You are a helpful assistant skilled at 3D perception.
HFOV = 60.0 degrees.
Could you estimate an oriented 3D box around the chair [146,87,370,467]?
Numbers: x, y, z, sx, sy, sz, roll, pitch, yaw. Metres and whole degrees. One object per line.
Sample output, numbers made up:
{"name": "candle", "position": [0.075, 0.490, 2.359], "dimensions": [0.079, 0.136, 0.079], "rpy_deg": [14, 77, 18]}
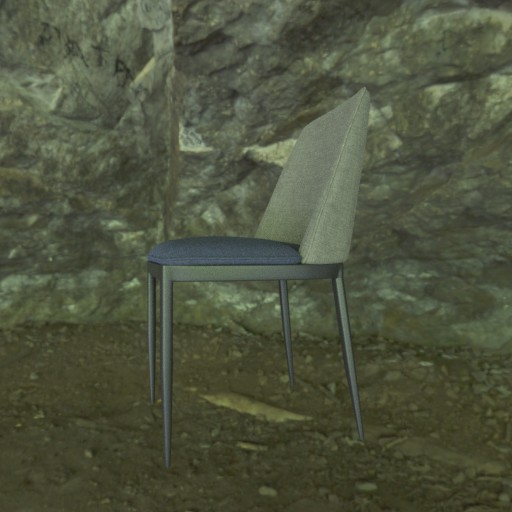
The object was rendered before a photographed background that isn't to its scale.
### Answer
{"name": "chair", "position": [0.000, 0.000, 1.171], "dimensions": [0.550, 0.855, 0.488], "rpy_deg": [0, 1, -17]}
